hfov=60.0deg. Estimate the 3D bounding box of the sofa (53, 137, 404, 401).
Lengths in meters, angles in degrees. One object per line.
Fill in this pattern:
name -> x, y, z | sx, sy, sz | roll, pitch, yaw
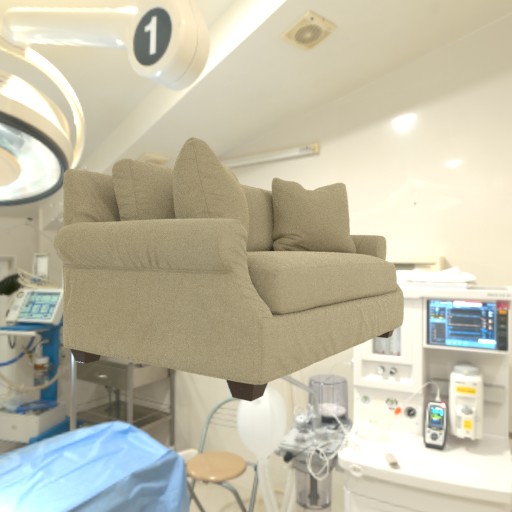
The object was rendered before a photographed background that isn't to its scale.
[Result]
sofa -> 0.000, 0.000, 2.190 | 1.070, 0.905, 1.550 | 0, 0, 35
